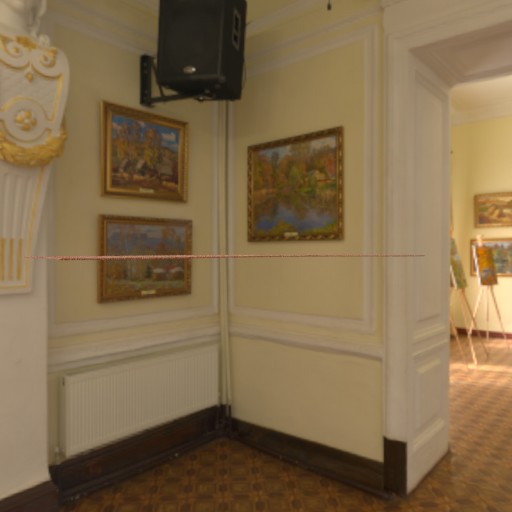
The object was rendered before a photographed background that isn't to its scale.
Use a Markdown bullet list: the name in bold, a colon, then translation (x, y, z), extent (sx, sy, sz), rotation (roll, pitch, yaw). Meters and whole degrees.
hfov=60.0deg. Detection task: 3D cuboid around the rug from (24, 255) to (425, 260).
- **rug**: translation (0.000, 0.000, 2.622), extent (2.353, 0.013, 0.718), rotation (0, 1, -36)
